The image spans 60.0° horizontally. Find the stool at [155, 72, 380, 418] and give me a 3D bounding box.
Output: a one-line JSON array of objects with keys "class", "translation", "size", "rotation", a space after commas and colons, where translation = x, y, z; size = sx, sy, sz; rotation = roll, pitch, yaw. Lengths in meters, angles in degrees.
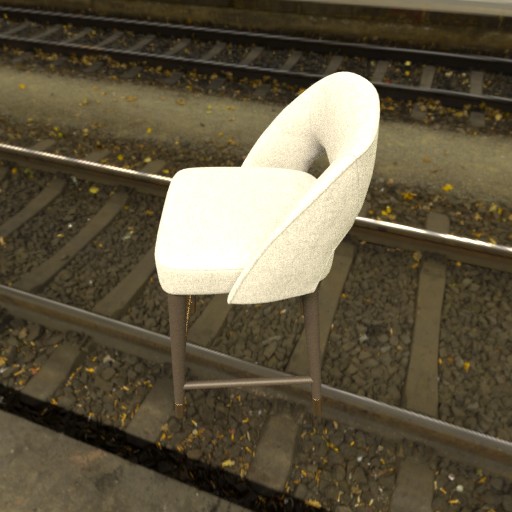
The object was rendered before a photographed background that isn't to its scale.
[{"class": "stool", "translation": [0.000, 0.000, 1.240], "size": [0.509, 0.940, 0.494], "rotation": [-1, 41, -1]}]
